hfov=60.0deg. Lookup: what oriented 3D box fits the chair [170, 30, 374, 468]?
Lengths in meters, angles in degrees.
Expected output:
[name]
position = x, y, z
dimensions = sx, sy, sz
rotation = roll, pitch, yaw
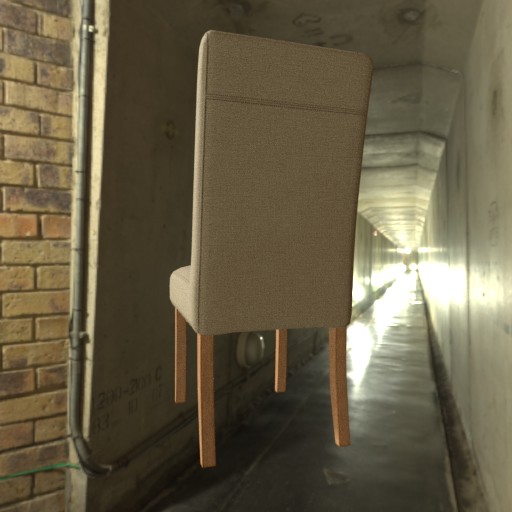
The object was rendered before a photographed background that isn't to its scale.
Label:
[chair]
position = 0.000, 0.000, 1.335
dimensions = 0.450, 1.033, 0.611
rotation = 0, 1, -18
